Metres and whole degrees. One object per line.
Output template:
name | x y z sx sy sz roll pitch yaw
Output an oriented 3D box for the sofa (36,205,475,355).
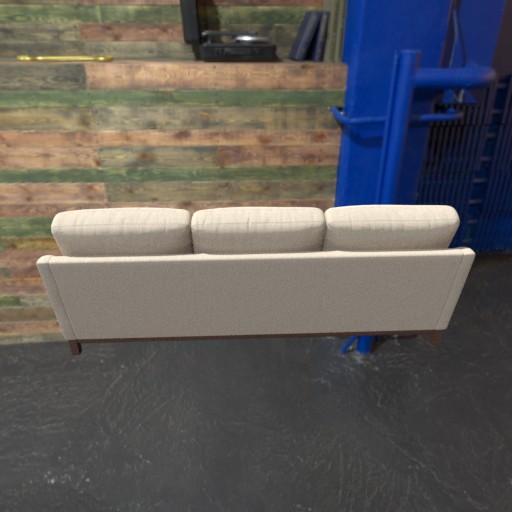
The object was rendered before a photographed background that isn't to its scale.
sofa | 0.000 0.000 2.851 2.321 0.913 1.000 -1 28 -2
